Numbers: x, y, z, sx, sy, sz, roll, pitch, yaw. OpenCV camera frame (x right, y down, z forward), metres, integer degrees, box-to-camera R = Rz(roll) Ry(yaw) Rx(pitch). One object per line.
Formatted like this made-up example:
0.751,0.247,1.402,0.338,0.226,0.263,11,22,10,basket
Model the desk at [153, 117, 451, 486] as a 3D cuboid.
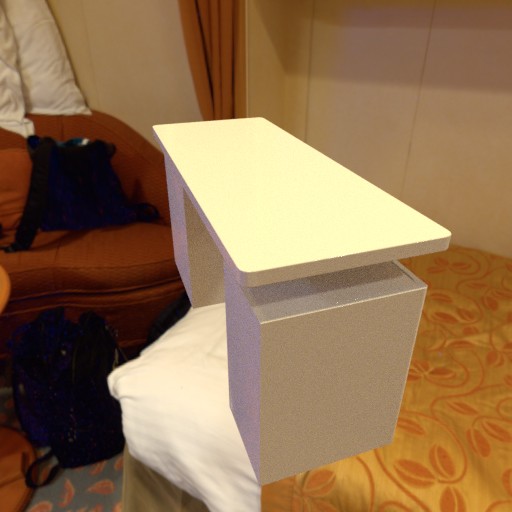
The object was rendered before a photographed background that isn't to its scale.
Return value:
0.000,0.000,1.766,0.550,0.762,1.400,-10,31,-17,desk
